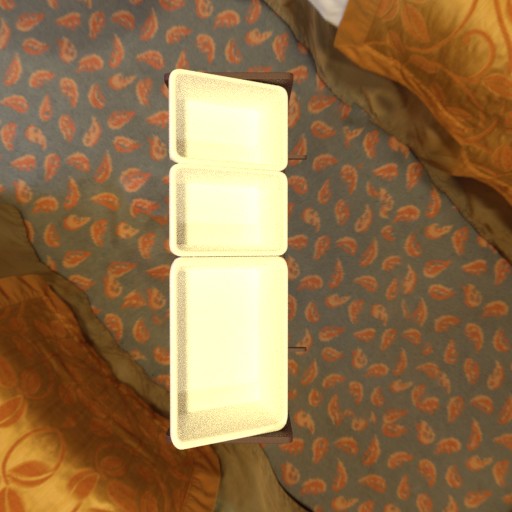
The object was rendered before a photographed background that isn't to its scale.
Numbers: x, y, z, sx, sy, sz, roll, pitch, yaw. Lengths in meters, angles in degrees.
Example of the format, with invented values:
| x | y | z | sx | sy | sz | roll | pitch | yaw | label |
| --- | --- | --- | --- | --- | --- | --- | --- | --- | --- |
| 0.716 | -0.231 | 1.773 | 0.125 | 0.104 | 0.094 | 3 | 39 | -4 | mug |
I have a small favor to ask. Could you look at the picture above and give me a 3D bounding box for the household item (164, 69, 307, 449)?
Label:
| x | y | z | sx | sy | sz | roll | pitch | yaw | label |
| --- | --- | --- | --- | --- | --- | --- | --- | --- | --- |
| 0.000 | 0.000 | 1.293 | 0.389 | 0.864 | 0.787 | 0 | 91 | 0 | household item |
